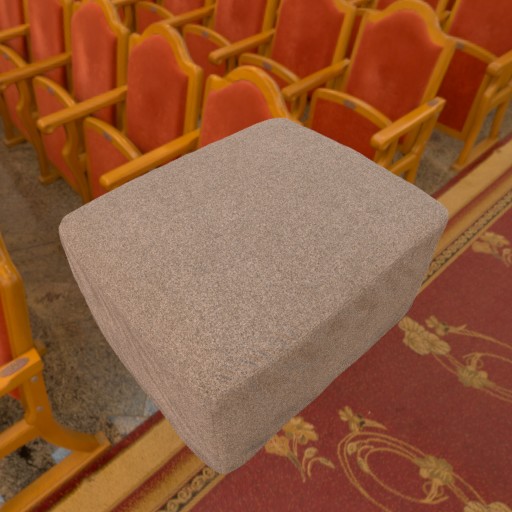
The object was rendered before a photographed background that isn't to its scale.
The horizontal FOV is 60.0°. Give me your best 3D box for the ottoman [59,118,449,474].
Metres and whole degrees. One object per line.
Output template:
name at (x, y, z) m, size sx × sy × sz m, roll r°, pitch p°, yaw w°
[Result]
ottoman at (0.000, 0.000, 1.235) m, size 0.837 × 0.481 × 0.683 m, roll -33°, pitch 55°, yaw -27°
